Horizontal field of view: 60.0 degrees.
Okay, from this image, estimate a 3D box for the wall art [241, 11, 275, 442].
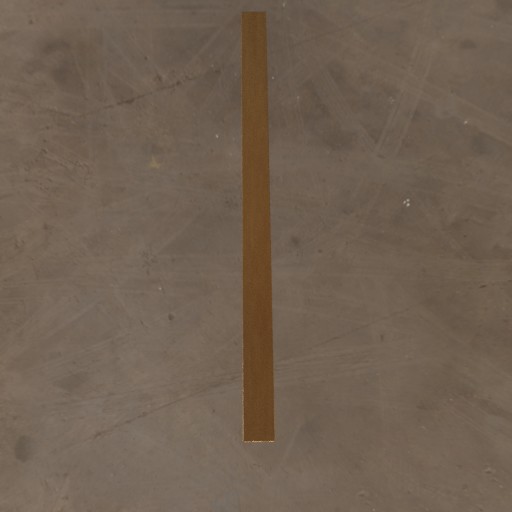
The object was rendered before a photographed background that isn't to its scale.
[{"bbox_3d":[0.000,0.000,0.442,0.019,0.302,0.302,-1,75,0],"label":"wall art"}]
